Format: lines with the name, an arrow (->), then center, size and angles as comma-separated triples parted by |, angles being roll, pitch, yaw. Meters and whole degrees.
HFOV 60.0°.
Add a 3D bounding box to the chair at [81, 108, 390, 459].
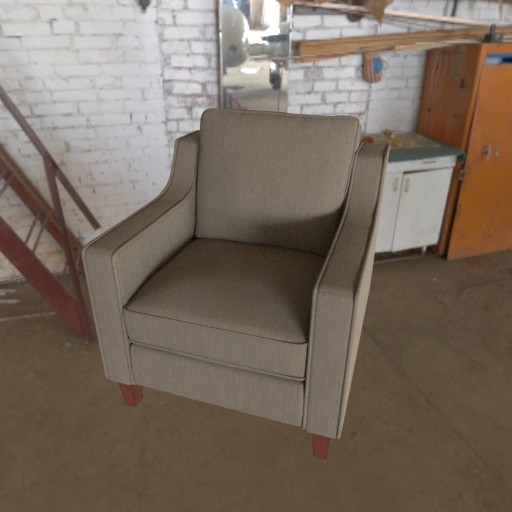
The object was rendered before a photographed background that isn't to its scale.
chair -> 0.000, 0.000, 1.657 | 0.831, 0.960, 0.909 | 9, 29, 16
